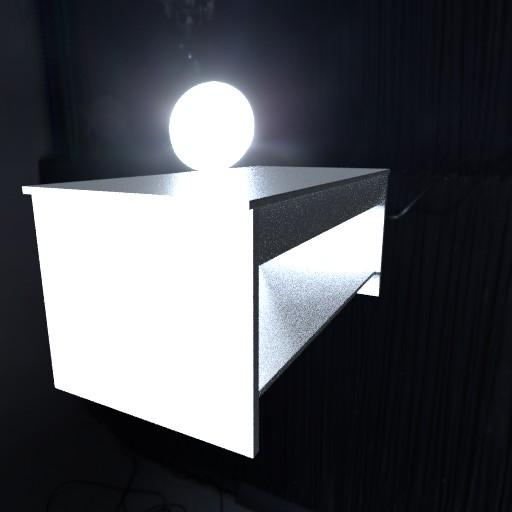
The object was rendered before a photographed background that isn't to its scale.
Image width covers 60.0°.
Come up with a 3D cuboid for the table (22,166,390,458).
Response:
[{"bbox_3d":[0.000,0.000,1.229,0.500,0.441,1.000,7,16,27],"label":"table"}]
